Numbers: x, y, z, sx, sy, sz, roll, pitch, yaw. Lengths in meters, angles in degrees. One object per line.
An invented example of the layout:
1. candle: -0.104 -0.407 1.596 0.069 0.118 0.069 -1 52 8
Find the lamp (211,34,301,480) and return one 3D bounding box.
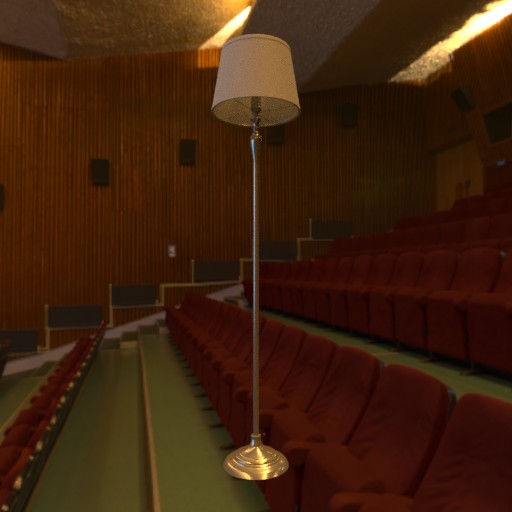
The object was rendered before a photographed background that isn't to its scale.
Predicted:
1. lamp: 0.000 0.000 1.618 0.327 1.506 0.327 0 -1 -16
